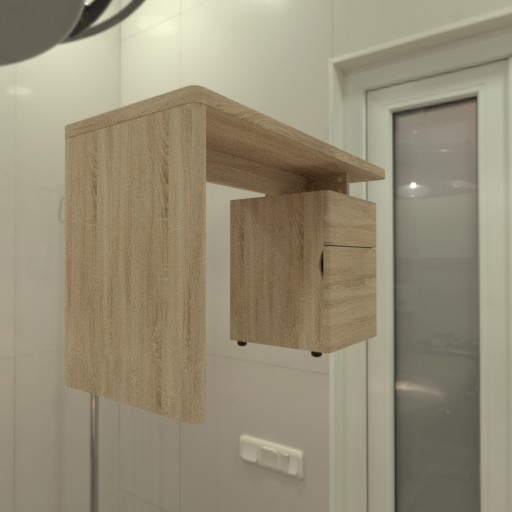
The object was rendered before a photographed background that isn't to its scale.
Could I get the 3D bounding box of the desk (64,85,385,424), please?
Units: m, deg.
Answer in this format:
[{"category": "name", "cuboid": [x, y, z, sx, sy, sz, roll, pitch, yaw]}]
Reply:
[{"category": "desk", "cuboid": [0.000, 0.000, 1.628, 0.550, 0.760, 1.200, 0, -1, 36]}]
